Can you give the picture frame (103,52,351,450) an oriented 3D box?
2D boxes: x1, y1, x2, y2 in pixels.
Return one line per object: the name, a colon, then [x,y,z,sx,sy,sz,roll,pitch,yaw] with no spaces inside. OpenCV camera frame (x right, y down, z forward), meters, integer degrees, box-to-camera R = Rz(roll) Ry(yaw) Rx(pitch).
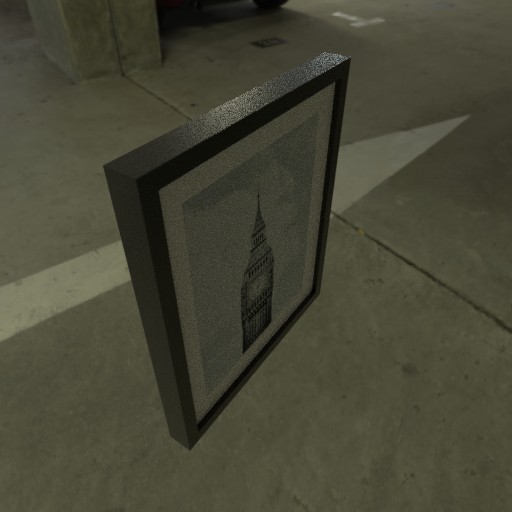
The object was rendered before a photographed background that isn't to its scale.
picture frame: [0.000,0.000,0.528,0.034,0.378,0.328,24,46,26]
